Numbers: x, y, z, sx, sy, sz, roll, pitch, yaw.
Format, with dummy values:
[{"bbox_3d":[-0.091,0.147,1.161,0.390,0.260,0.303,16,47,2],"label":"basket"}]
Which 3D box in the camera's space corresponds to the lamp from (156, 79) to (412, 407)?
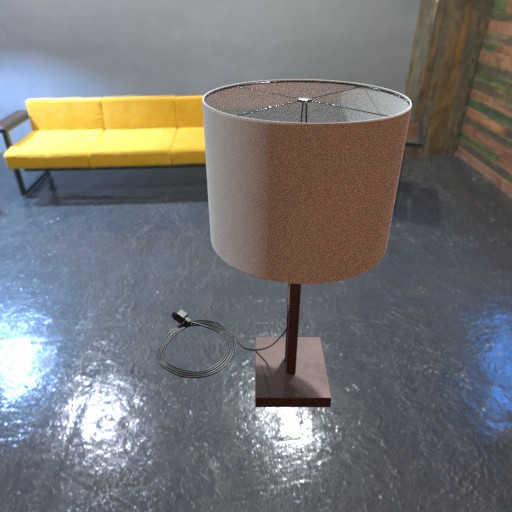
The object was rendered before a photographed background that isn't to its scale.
[{"bbox_3d":[0.000,0.000,0.958,0.525,0.668,0.396,0,31,0],"label":"lamp"}]
